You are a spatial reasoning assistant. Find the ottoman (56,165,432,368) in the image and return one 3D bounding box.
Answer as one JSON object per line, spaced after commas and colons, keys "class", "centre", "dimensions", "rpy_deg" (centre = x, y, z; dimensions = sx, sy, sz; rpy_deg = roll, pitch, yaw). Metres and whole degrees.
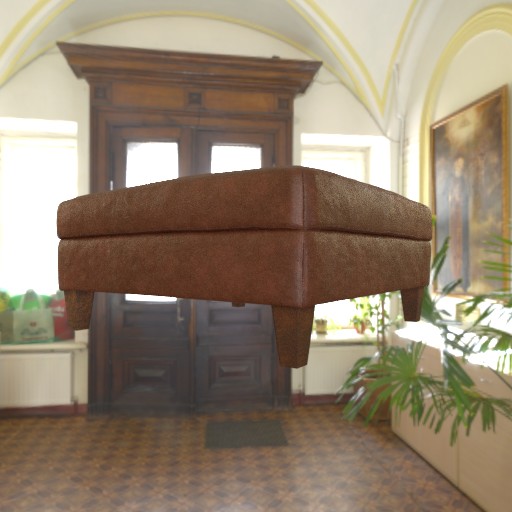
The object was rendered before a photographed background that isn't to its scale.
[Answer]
{"class": "ottoman", "centre": [0.000, 0.000, 1.336], "dimensions": [0.836, 0.415, 0.844], "rpy_deg": [0, 0, 36]}
